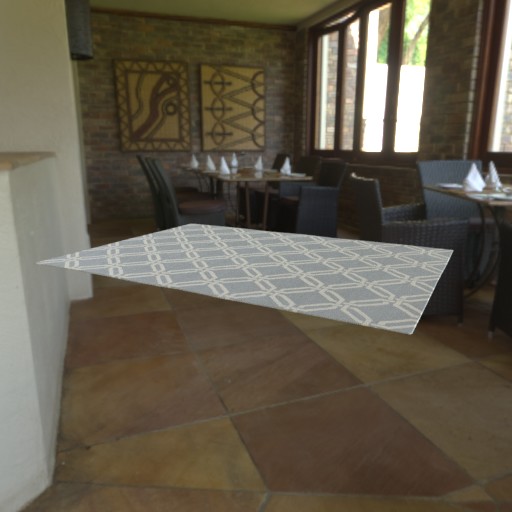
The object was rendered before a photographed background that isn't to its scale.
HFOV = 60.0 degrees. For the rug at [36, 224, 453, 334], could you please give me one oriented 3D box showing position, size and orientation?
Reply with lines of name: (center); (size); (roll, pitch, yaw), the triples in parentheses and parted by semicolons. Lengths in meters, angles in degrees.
rug: (0.000, 0.000, 2.764); (2.133, 0.013, 1.522); (7, 16, 28)
